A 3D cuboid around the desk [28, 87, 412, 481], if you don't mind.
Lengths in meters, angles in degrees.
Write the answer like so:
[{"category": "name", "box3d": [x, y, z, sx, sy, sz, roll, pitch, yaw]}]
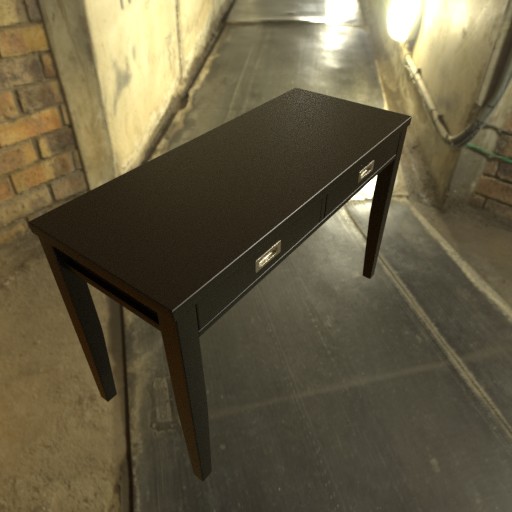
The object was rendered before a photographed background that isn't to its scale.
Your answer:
[{"category": "desk", "box3d": [0.000, 0.000, 1.608, 0.508, 0.775, 1.220, 26, 46, 28]}]
